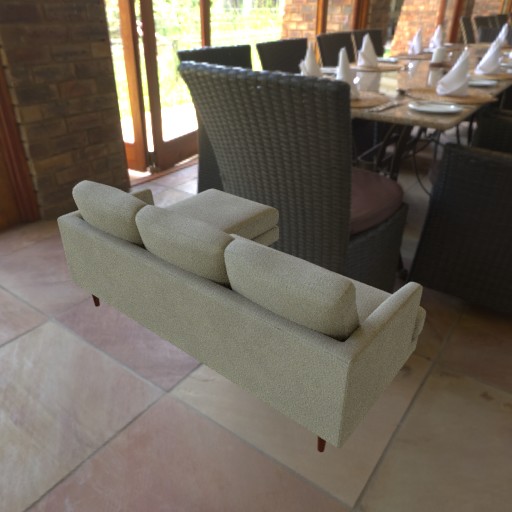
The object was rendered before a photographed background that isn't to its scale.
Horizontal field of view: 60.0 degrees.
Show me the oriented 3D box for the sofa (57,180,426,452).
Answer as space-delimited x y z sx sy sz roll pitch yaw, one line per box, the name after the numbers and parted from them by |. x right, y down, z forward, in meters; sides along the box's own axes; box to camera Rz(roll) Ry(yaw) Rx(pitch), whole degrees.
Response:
0.000 0.000 2.960 2.233 0.956 1.504 22 36 34 | sofa
